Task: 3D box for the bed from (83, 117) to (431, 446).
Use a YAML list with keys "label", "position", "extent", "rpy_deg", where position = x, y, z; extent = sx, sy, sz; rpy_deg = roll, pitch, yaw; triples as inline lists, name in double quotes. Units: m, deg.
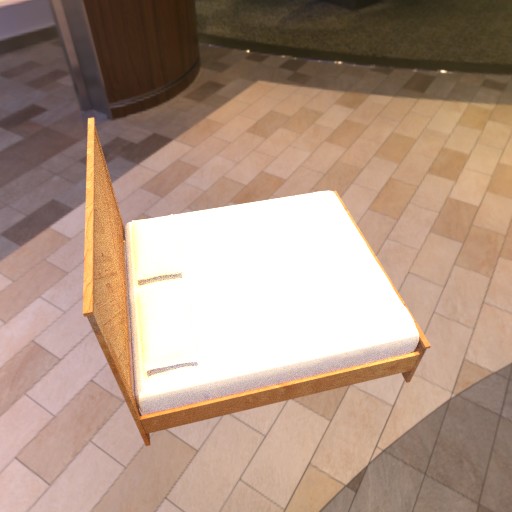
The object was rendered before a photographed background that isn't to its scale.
- label: "bed"
  position: [0.000, 0.000, 4.109]
  extent: [2.530, 1.938, 2.225]
  rpy_deg: [-10, 47, -10]
